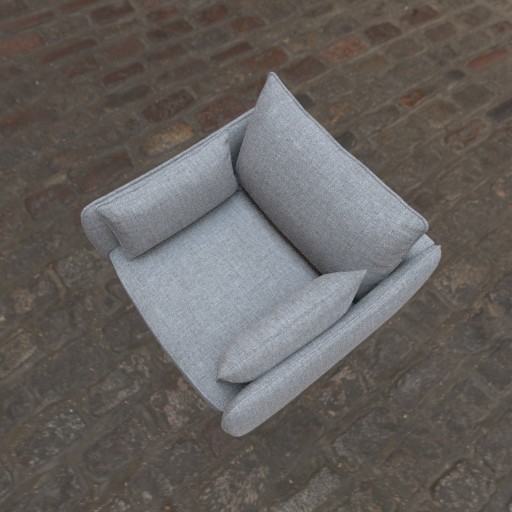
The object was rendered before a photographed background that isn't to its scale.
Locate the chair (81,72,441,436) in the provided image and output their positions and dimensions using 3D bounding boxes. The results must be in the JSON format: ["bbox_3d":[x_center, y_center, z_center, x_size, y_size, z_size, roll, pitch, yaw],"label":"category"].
[{"bbox_3d":[0.000,0.000,1.736,0.976,0.839,0.993,-35,69,-16],"label":"chair"}]
